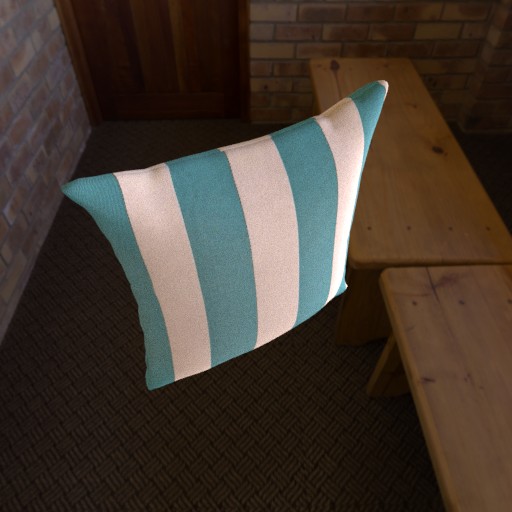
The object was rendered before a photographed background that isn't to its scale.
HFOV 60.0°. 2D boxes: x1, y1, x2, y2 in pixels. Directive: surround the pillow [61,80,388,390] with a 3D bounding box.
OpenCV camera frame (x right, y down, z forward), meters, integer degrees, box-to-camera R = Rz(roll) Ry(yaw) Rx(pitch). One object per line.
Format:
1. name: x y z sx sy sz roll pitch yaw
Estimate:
1. pillow: 0.000 0.000 0.805 0.536 0.526 0.189 -25 51 -22
